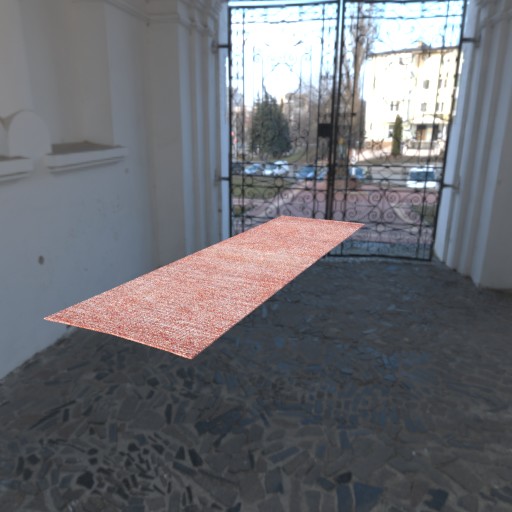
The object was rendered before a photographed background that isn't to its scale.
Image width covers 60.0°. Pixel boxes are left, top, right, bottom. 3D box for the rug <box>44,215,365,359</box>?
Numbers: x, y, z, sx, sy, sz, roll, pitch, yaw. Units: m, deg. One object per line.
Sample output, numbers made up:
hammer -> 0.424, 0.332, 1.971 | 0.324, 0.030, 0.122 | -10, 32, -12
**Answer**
rug -> 0.000, 0.000, 2.636 | 0.718, 0.013, 2.353 | 8, 19, 26
